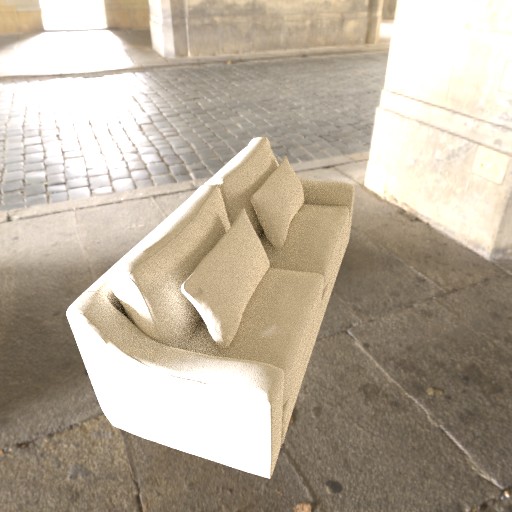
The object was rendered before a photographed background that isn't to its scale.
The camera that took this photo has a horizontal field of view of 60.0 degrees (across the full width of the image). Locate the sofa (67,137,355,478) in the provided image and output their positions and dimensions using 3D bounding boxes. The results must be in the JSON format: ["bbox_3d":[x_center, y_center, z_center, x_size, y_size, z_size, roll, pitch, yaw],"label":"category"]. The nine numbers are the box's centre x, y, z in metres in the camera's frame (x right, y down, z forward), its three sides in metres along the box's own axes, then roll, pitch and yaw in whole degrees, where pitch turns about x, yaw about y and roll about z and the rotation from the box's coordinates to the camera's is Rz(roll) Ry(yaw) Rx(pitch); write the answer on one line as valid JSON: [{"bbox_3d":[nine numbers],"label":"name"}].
[{"bbox_3d":[0.000,0.000,3.020,1.009,1.022,2.470,10,34,16],"label":"sofa"}]
